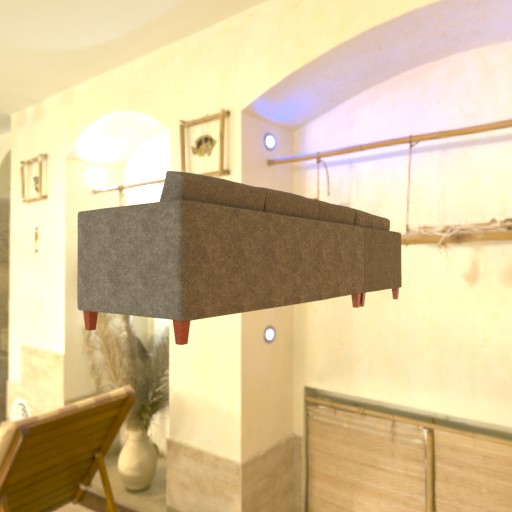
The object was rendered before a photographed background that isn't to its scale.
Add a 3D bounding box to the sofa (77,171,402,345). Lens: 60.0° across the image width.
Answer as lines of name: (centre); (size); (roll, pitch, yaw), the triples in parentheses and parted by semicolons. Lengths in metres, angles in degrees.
sofa: (0.000, 0.000, 4.088); (1.606, 0.954, 3.471); (0, -1, 36)
